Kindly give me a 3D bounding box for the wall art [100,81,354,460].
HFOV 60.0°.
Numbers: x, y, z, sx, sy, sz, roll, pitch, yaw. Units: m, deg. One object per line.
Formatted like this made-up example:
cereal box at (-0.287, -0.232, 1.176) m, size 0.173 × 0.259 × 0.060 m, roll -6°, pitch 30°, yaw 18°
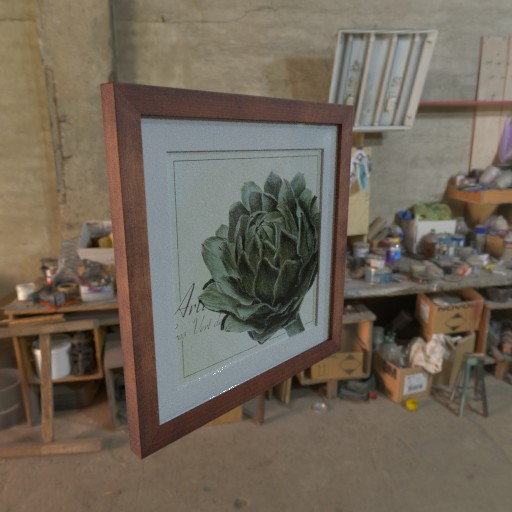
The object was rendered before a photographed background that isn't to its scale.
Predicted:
wall art at (0.000, 0.000, 0.844) m, size 0.554 × 0.572 × 0.037 m, roll -14°, pitch 20°, yaw -43°
